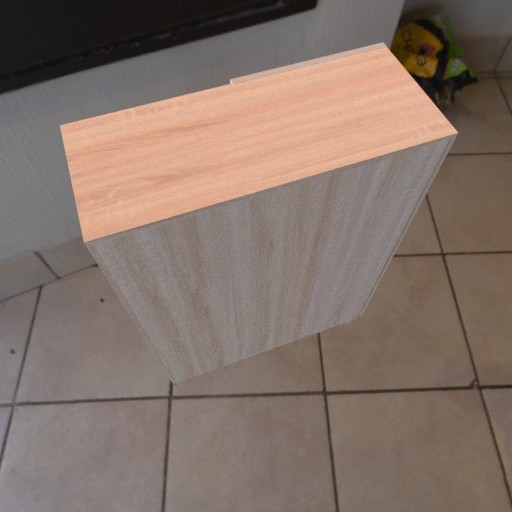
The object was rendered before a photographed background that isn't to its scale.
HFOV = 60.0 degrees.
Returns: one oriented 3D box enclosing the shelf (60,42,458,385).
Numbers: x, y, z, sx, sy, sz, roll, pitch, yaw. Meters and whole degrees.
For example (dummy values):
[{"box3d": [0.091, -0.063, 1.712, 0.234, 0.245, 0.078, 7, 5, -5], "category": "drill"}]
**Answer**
[{"box3d": [0.000, 0.000, 1.804, 0.995, 1.405, 0.434, -18, 61, -10], "category": "shelf"}]
